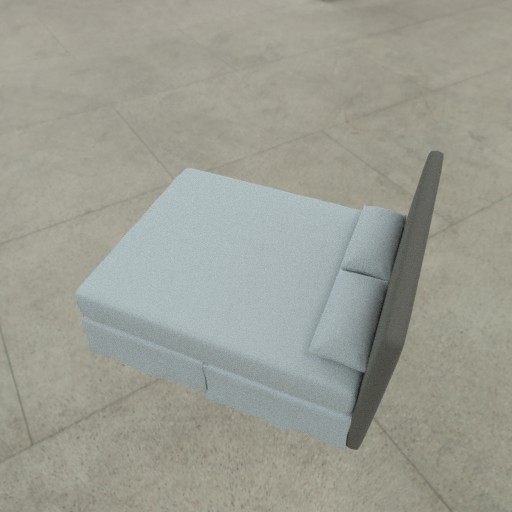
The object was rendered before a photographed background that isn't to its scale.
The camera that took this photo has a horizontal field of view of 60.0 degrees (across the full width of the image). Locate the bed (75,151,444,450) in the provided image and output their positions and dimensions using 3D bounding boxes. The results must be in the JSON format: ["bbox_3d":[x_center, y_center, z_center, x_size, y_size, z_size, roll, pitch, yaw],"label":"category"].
[{"bbox_3d":[0.000,0.000,3.241,2.142,1.330,1.748,17,48,15],"label":"bed"}]
